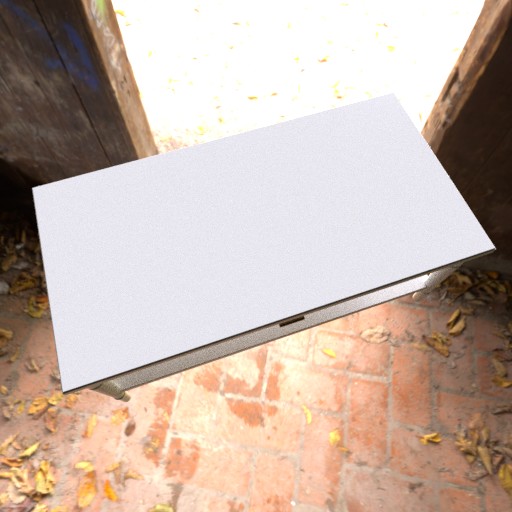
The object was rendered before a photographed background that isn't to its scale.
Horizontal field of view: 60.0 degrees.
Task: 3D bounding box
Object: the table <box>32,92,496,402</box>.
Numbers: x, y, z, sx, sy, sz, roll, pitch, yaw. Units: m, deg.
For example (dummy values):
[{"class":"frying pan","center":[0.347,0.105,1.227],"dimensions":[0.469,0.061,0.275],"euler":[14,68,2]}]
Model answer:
[{"class":"table","center":[0.000,0.000,1.340],"dimensions":[1.067,0.457,0.559],"euler":[-17,65,-8]}]
